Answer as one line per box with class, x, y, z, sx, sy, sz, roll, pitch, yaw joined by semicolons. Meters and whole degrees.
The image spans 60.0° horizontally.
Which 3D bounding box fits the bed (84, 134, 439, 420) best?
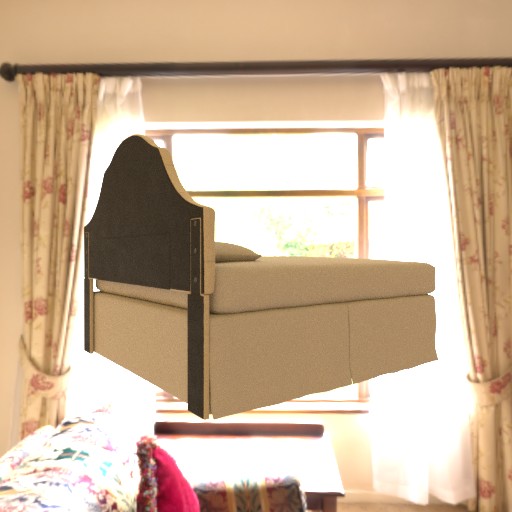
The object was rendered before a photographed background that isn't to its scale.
bed;0.000;0.000;3.497;2.086;1.555;2.012;0;0;-37
